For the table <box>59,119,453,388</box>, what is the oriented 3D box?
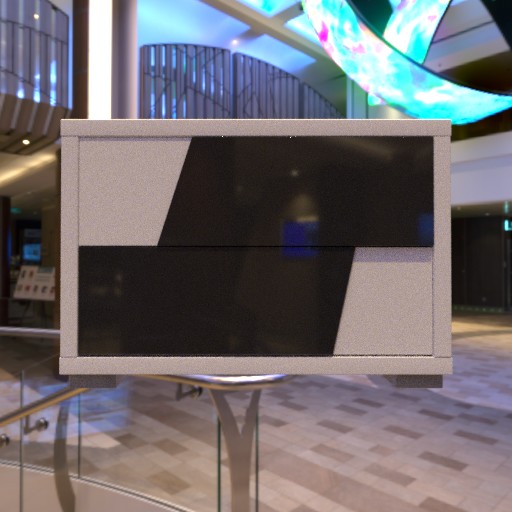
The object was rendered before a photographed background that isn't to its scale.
[{"bbox_3d":[0.000,0.000,0.782,0.517,0.357,0.399,0,-1,0],"label":"table"}]
